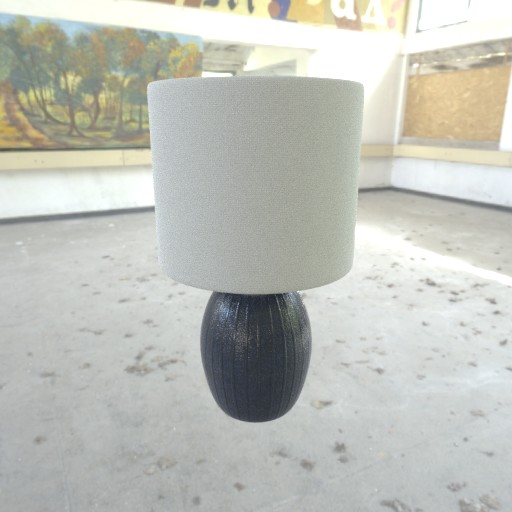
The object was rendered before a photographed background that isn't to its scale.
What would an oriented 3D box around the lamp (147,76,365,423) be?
[{"bbox_3d":[0.000,0.000,0.765,0.329,0.570,0.329,-9,19,-26],"label":"lamp"}]
